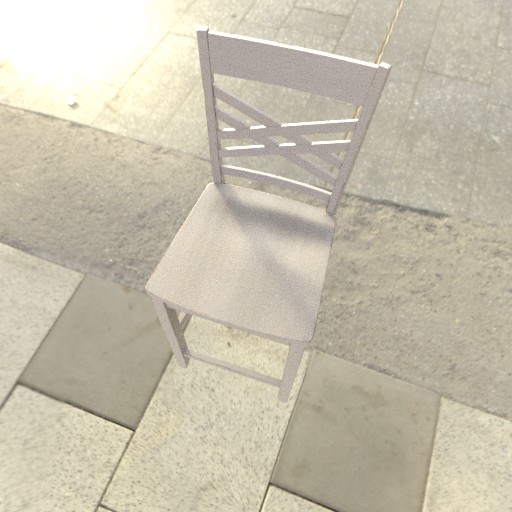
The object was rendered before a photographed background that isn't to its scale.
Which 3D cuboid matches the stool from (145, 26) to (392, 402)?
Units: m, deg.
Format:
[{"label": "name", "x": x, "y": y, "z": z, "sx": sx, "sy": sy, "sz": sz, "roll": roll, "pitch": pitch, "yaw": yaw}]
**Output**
[{"label": "stool", "x": 0.000, "y": 0.000, "z": 1.348, "sx": 0.462, "sy": 1.079, "sz": 0.539, "roll": 16, "pitch": 60, "yaw": 10}]
